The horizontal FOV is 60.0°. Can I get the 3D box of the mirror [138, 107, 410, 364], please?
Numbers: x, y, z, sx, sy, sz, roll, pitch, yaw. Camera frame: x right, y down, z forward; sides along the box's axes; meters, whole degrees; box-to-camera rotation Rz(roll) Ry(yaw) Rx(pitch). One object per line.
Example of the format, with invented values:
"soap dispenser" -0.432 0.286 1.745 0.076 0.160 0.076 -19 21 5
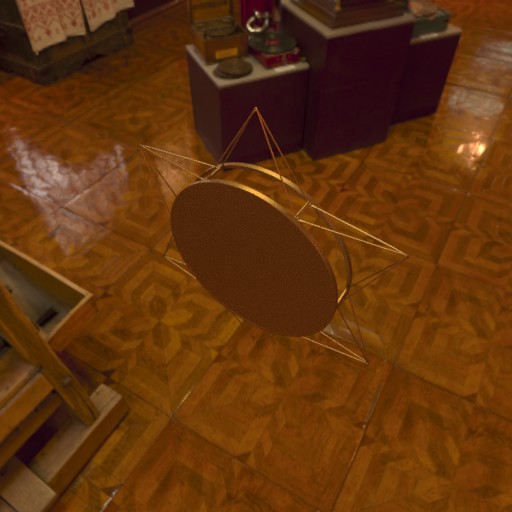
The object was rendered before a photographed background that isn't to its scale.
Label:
"mirror" 0.000 0.000 0.801 0.498 0.581 0.062 26 52 22
